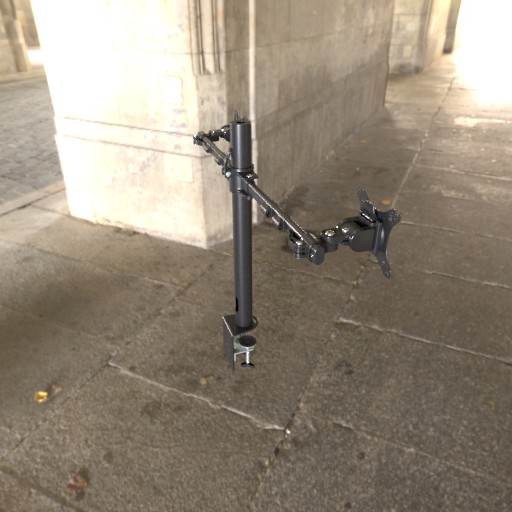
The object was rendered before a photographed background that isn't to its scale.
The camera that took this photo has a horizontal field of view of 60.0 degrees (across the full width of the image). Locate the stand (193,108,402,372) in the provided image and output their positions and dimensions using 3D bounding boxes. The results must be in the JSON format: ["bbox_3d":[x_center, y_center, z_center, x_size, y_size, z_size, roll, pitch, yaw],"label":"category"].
[{"bbox_3d":[0.000,0.000,1.009,0.150,0.603,0.743,-10,31,-18],"label":"stand"}]
